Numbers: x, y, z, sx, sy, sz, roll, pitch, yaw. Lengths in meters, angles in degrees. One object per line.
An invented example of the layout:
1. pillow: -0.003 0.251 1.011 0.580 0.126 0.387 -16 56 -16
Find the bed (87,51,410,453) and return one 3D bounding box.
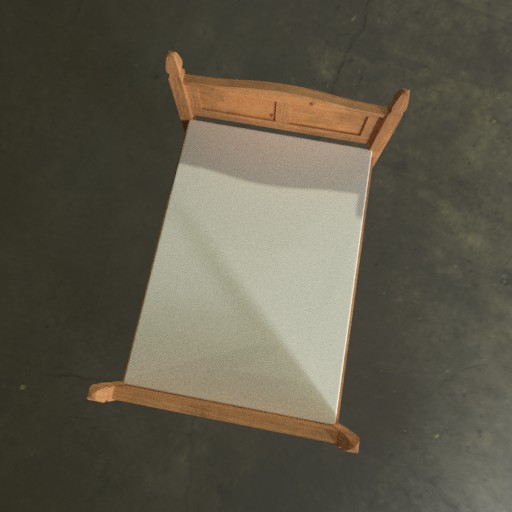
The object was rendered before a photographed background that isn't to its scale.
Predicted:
1. bed: 0.000 0.000 2.895 1.490 1.100 2.069 10 76 3
